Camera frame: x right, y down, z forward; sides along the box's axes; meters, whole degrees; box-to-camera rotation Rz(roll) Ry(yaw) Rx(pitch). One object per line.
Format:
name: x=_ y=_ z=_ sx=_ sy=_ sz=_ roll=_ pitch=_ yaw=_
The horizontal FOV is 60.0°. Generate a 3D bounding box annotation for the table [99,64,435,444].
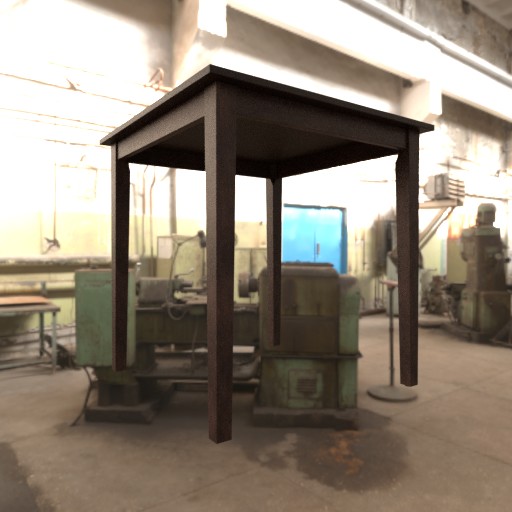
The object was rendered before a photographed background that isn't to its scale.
table: x=0.000 y=0.000 z=1.392 sx=0.749 sy=0.770 sz=0.749 roll=-1 pitch=1 yaw=-35
